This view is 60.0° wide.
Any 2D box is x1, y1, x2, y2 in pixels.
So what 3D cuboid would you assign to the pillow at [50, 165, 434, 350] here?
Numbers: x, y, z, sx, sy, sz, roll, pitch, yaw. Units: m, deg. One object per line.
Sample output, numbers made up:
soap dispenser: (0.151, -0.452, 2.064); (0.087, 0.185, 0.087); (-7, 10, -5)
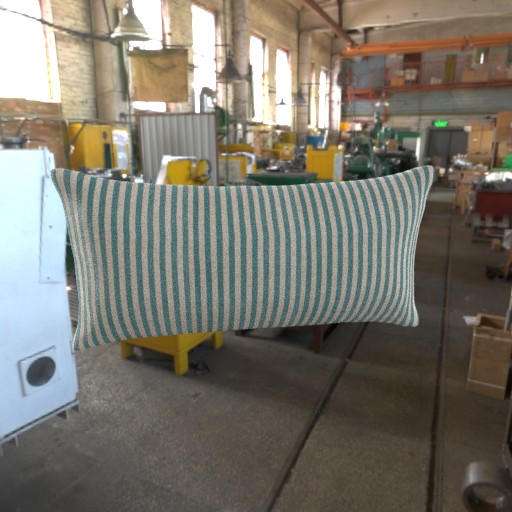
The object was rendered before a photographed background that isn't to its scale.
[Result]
pillow: (0.000, 0.000, 0.743); (0.617, 0.295, 0.151); (-2, 15, -9)
